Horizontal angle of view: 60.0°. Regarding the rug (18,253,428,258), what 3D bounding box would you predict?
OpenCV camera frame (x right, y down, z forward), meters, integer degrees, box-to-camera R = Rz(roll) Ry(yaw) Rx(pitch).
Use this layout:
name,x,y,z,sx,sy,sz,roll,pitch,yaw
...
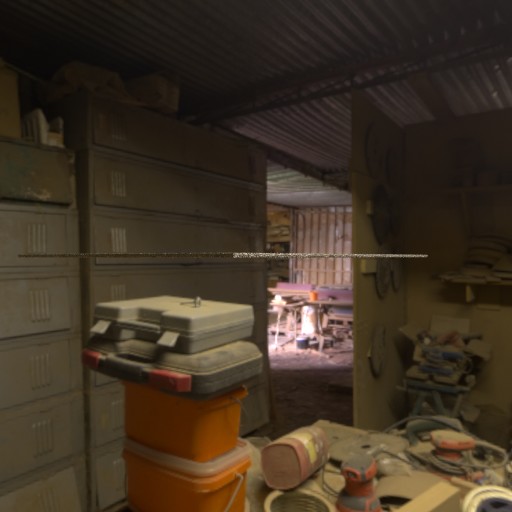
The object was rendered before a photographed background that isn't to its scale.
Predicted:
name,x,y,z,sx,sy,sz,roll,pitch,yaw
rug,0.000,0.000,2.879,1.532,0.018,2.297,0,0,37
